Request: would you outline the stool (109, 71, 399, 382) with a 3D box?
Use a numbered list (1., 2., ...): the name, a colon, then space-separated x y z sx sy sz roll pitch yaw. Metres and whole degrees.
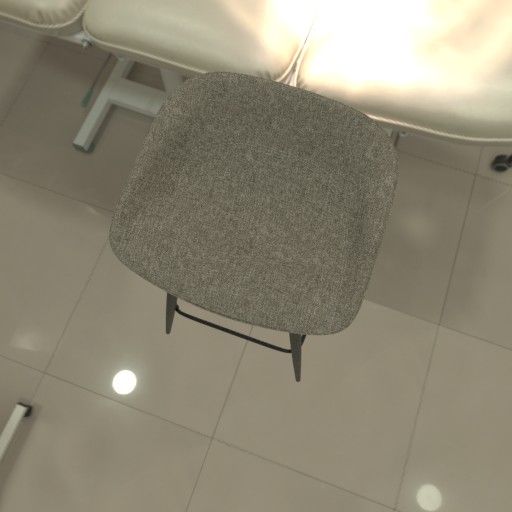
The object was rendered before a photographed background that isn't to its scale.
1. stool: 0.000 0.000 1.119 0.469 0.814 0.480 19 75 5
